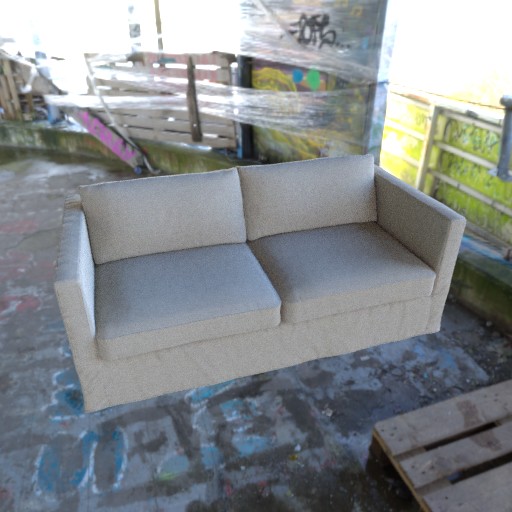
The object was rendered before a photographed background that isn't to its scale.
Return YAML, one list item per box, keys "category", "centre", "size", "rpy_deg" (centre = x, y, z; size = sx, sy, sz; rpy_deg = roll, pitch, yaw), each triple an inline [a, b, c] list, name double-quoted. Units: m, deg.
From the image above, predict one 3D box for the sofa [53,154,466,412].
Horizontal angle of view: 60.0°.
- category: "sofa"
  centre: [0.000, 0.000, 2.456]
  size: [1.959, 0.835, 0.962]
  rpy_deg: [-9, 31, -15]
